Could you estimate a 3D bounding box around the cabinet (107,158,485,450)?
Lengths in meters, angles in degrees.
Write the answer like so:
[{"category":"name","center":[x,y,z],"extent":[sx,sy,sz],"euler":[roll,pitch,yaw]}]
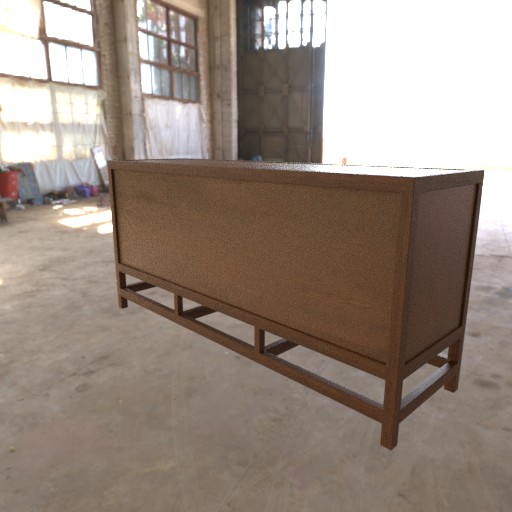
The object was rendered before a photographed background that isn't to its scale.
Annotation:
[{"category":"cabinet","center":[0.000,0.000,2.014],"extent":[0.522,0.820,1.708],"euler":[-13,19,-43]}]
